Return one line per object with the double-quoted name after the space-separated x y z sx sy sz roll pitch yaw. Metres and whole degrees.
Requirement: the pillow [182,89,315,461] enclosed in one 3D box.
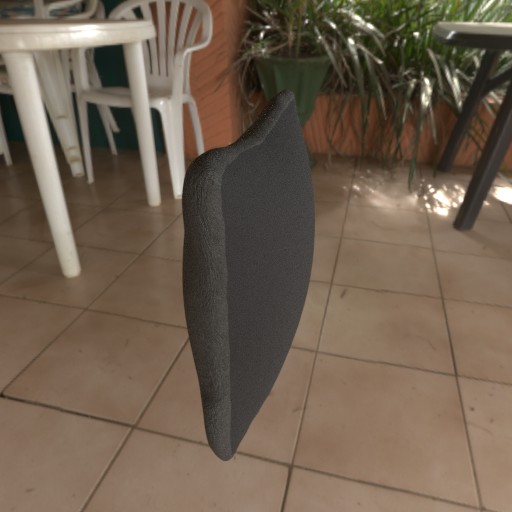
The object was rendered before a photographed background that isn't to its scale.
0.000 0.000 0.836 0.210 0.523 0.533 7 30 12 "pillow"
